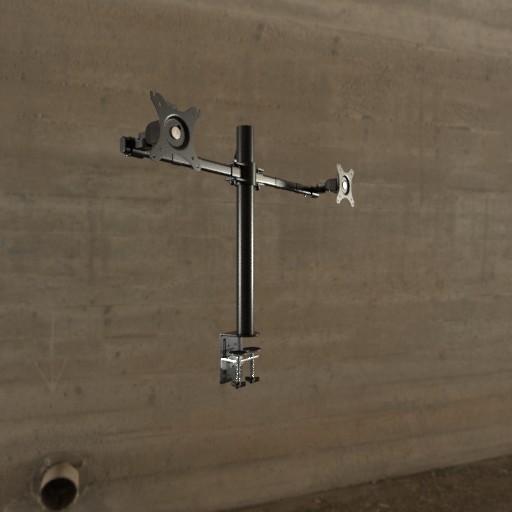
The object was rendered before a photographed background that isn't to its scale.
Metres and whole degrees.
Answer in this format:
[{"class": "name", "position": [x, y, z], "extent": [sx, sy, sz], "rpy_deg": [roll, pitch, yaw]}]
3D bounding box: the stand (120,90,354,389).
[{"class": "stand", "position": [0.000, 0.000, 1.019], "extent": [0.150, 0.603, 0.743], "rpy_deg": [0, -1, 37]}]
